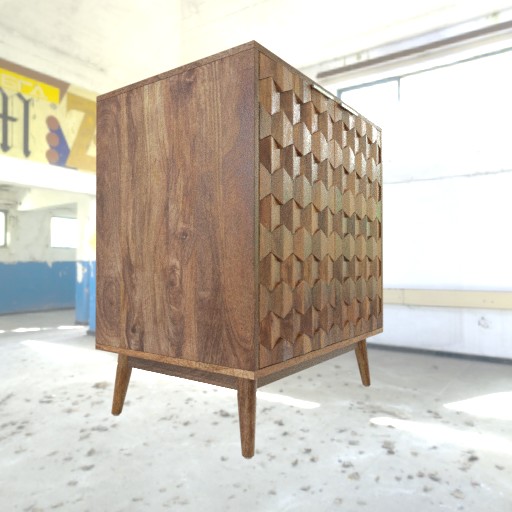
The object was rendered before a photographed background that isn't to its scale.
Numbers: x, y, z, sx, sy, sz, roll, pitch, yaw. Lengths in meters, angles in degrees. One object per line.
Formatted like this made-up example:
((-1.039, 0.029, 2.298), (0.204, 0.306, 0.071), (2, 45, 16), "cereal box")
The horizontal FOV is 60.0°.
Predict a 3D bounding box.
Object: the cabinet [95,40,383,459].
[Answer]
((0.000, 0.000, 1.177), (0.473, 0.758, 0.647), (0, -1, 36), "cabinet")
